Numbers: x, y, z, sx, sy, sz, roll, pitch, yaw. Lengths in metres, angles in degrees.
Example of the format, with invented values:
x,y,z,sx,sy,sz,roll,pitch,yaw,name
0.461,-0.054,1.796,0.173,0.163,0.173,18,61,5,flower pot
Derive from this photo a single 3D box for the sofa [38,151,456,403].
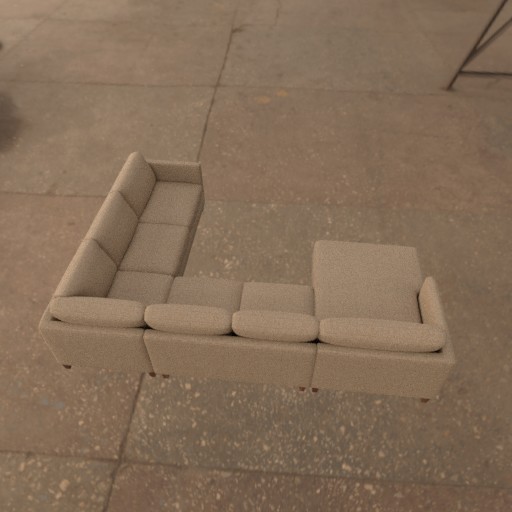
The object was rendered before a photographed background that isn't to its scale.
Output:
x,y,z,sx,sy,sz,roll,pitch,yaw,name
0.000,0.000,4.567,3.403,0.889,2.551,4,46,4,sofa
